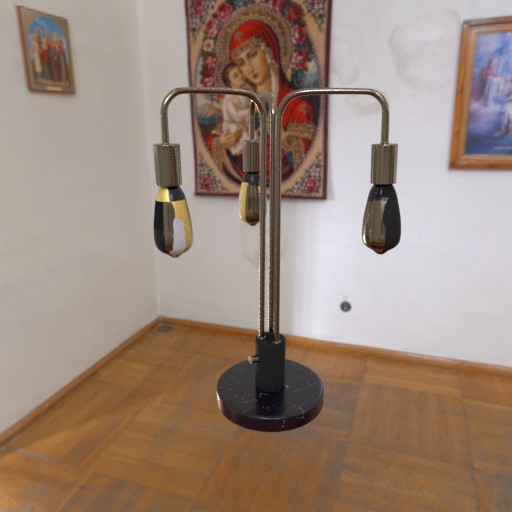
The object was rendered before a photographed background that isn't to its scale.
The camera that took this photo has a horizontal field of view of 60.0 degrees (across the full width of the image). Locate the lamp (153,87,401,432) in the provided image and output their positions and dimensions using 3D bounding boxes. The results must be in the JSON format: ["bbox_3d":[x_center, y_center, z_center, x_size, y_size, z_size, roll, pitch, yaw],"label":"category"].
[{"bbox_3d":[0.000,0.000,0.796,0.368,0.560,0.355,-8,19,-25],"label":"lamp"}]
